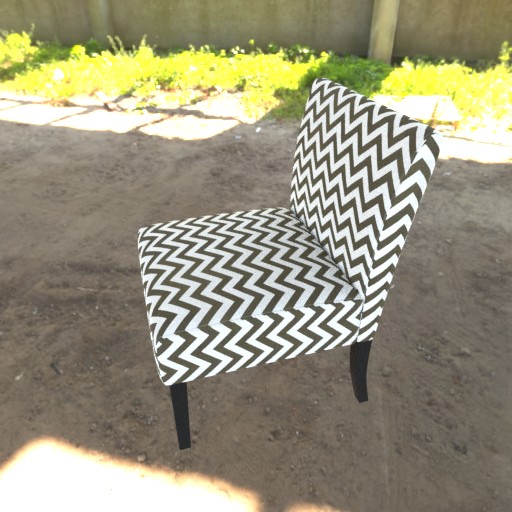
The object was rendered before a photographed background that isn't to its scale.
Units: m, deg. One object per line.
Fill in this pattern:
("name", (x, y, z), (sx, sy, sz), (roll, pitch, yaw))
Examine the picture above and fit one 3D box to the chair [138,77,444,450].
("chair", (0.000, 0.000, 1.274), (0.648, 0.838, 0.589), (-9, 34, -14))
